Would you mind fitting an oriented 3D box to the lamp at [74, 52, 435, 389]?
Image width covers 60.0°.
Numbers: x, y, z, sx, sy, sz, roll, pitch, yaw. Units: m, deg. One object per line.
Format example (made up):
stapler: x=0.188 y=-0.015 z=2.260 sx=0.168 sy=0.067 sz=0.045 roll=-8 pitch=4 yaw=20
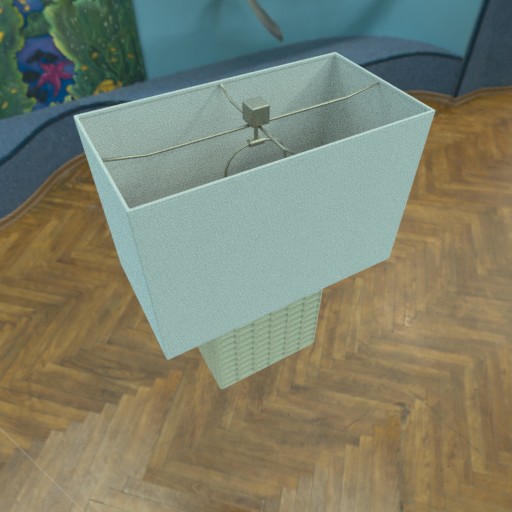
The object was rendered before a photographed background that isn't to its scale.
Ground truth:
lamp: x=0.000 y=0.000 z=0.700 sx=0.380 sy=0.515 sz=0.200 roll=-22 pitch=50 yaw=-20
